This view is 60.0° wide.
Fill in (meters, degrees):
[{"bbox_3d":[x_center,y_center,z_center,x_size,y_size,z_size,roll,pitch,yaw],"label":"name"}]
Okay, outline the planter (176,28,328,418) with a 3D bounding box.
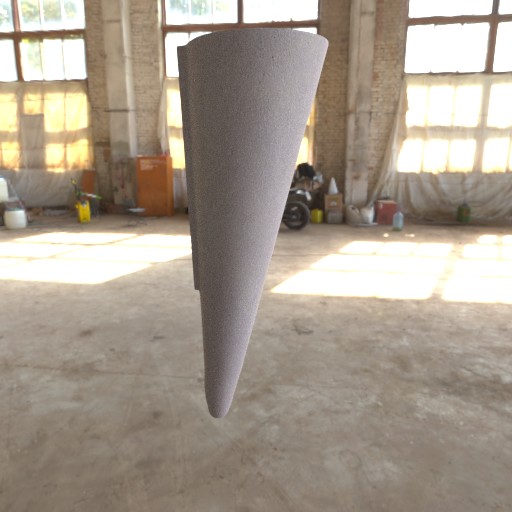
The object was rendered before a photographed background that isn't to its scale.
[{"bbox_3d":[0.000,0.000,0.295,0.087,0.259,0.078,7,15,26],"label":"planter"}]
